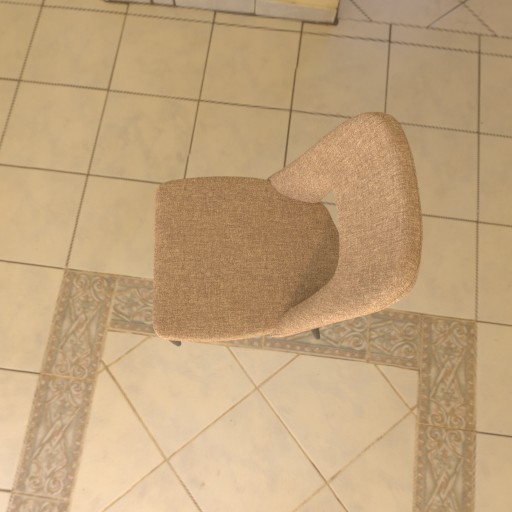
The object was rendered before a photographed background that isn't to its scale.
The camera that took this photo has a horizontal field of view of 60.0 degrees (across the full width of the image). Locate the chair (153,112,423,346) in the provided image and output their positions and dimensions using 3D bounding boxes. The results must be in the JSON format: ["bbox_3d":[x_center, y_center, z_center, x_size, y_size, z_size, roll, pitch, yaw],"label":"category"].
[{"bbox_3d":[0.000,0.000,1.260,0.612,0.931,0.470,-2,76,-1],"label":"chair"}]
